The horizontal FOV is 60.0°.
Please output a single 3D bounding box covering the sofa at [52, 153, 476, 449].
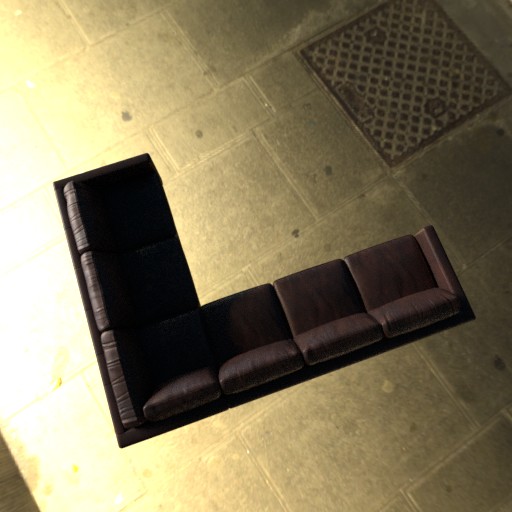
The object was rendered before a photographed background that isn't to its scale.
[{"bbox_3d":[0.000,0.000,4.194,3.152,0.836,2.438,-19,76,-5],"label":"sofa"}]
